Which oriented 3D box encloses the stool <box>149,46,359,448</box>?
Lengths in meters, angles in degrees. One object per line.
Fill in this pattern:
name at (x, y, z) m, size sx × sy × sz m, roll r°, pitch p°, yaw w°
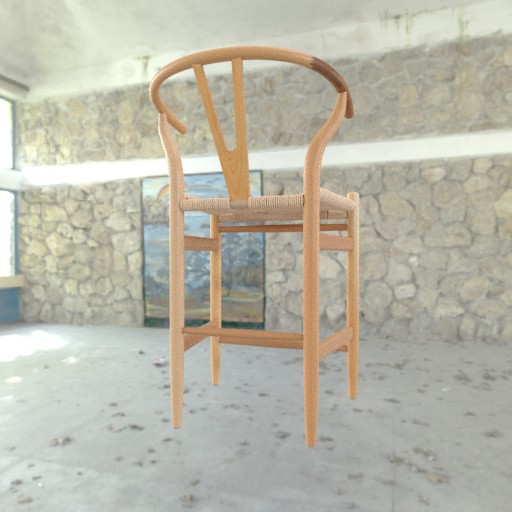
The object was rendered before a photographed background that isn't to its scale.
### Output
stool at (0.000, 0.000, 1.249) m, size 0.536 × 0.923 × 0.575 m, roll 0°, pitch 0°, yaw 18°
